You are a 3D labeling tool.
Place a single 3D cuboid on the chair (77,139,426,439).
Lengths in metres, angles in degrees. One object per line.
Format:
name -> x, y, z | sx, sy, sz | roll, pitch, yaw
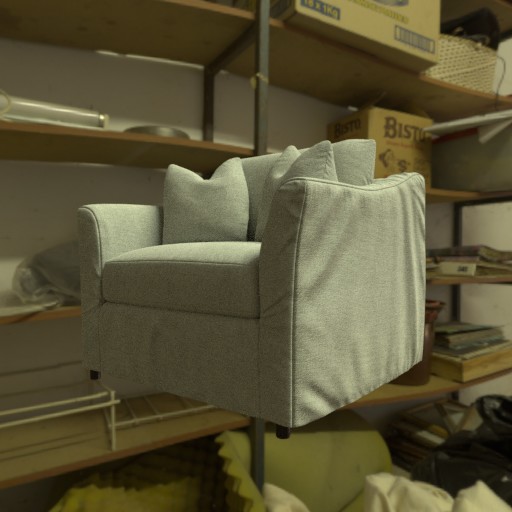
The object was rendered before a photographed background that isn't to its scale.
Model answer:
chair -> 0.000, 0.000, 1.988 | 1.194, 1.059, 1.071 | 0, 0, 38
